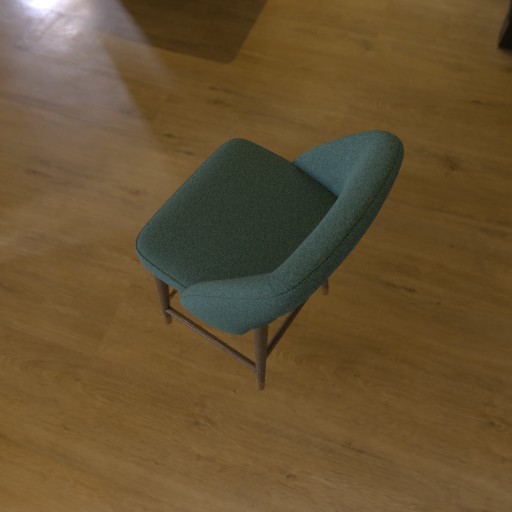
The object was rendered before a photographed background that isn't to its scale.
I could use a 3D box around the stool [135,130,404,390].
[{"bbox_3d":[0.000,0.000,1.267,0.522,0.939,0.536,32,67,15],"label":"stool"}]
